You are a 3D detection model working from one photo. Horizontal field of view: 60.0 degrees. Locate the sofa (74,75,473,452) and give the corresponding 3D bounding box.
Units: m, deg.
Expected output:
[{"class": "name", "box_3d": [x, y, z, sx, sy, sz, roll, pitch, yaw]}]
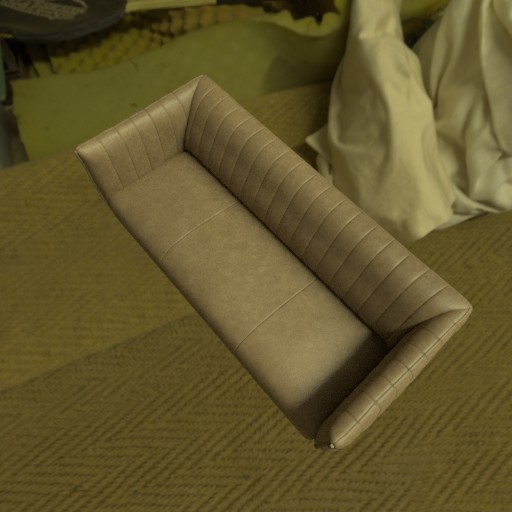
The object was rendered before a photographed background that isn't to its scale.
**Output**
[{"class": "sofa", "box_3d": [0.000, 0.000, 2.431, 0.876, 0.779, 1.980, -38, 69, -17]}]
